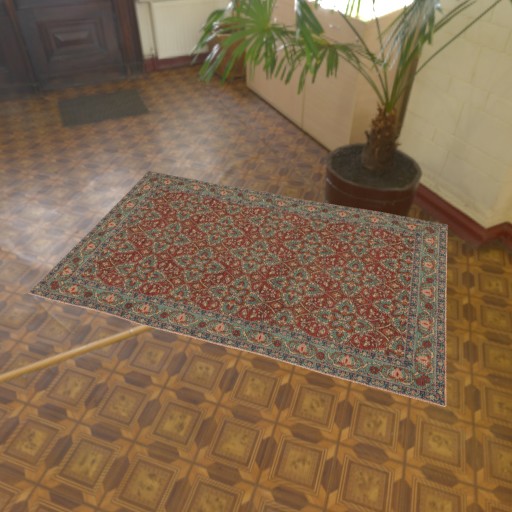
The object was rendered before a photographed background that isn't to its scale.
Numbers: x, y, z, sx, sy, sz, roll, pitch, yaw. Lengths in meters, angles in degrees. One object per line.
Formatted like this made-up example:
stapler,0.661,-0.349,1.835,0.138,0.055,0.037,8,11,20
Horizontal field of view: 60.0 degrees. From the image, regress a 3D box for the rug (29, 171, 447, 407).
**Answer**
rug,0.000,0.000,2.976,2.439,0.011,1.533,12,43,14
